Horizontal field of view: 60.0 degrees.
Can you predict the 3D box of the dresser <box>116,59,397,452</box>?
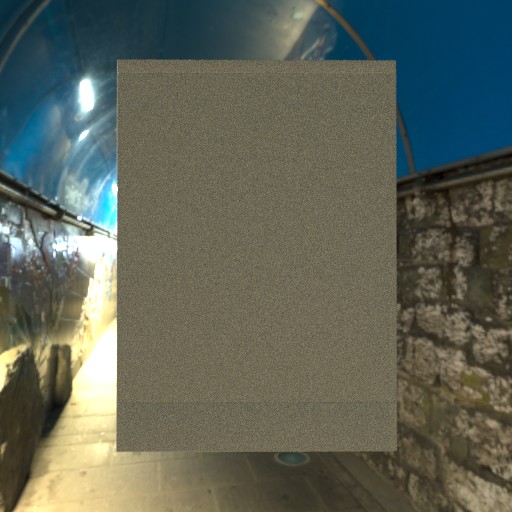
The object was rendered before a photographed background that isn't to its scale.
[{"bbox_3d":[0.000,0.000,0.813,0.400,0.560,0.360,0,0,0],"label":"dresser"}]
